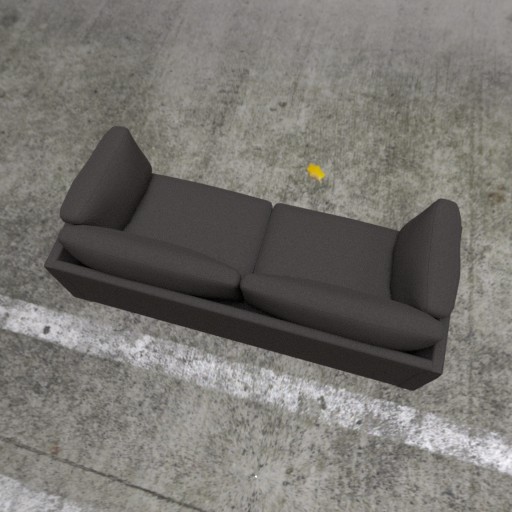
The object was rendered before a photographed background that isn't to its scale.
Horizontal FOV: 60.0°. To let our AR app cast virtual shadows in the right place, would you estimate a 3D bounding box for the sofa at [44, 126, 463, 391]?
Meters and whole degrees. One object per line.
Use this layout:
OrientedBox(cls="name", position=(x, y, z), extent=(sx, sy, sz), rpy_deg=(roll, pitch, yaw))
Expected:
OrientedBox(cls="sofa", position=(0.000, 0.000, 2.761), extent=(2.312, 0.792, 0.969), rpy_deg=(14, 64, 7))
